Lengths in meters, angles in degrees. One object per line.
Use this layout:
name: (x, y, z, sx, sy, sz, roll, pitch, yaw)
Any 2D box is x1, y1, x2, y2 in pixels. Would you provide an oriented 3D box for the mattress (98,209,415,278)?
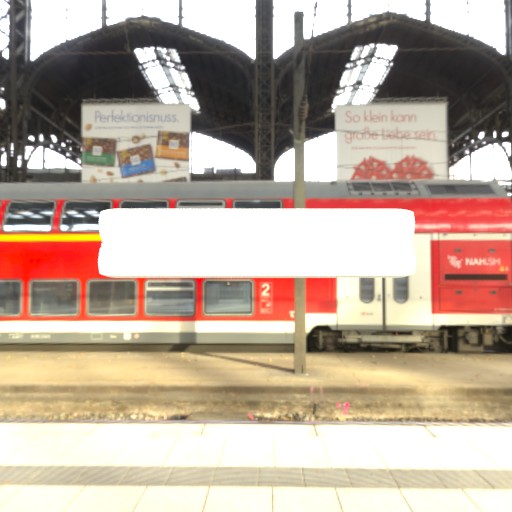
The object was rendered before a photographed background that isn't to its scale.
mattress: (0.000, 0.000, 2.198, 0.900, 0.200, 1.900, 0, -2, 0)
